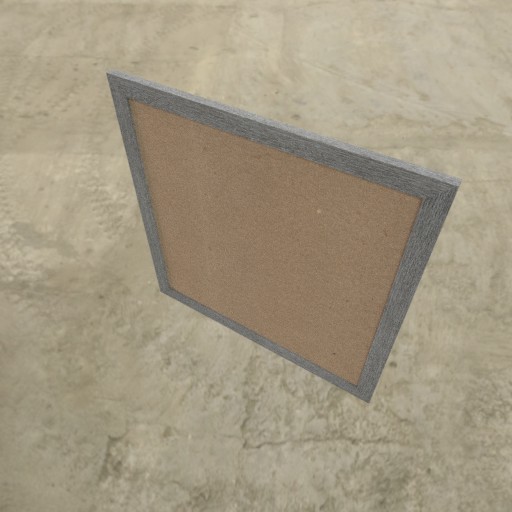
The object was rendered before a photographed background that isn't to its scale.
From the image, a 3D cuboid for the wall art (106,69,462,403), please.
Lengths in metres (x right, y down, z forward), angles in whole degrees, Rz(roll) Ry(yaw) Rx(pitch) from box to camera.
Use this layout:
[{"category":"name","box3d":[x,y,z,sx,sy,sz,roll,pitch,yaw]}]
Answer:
[{"category":"wall art","box3d":[0.000,0.000,1.002,0.685,0.685,0.020,24,51,21]}]
